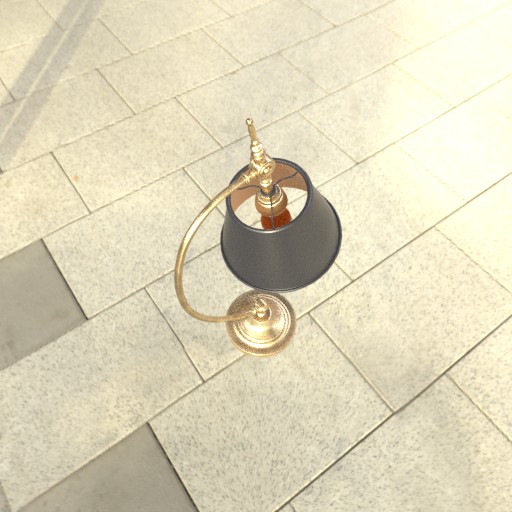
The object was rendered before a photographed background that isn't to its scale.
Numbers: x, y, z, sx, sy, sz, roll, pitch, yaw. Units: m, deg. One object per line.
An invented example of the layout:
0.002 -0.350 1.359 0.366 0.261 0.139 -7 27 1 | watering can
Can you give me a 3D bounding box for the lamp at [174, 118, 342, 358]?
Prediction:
0.000 0.000 0.845 0.344 0.675 0.235 -34 64 -19 | lamp
